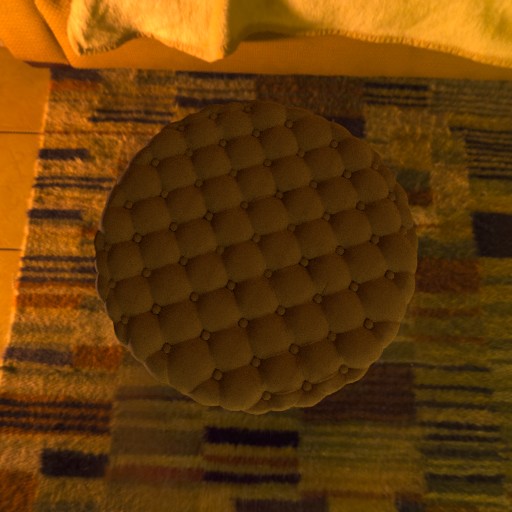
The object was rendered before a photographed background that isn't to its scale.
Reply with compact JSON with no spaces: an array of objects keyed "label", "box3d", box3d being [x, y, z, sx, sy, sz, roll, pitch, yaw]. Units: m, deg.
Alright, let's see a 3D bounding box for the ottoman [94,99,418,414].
[{"label":"ottoman","box3d":[0.000,0.000,1.494,0.998,0.399,0.998,0,74,0]}]
